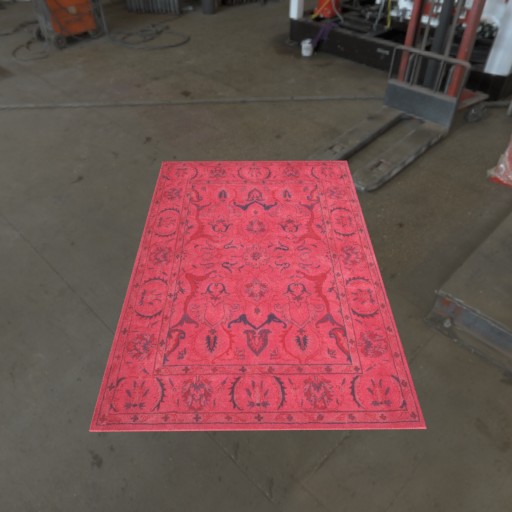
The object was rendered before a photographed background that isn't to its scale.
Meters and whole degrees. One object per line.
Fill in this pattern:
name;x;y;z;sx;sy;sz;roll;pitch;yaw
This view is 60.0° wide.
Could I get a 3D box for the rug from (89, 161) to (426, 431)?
rug;0.000;0.000;2.245;1.209;0.008;1.814;0;43;0
